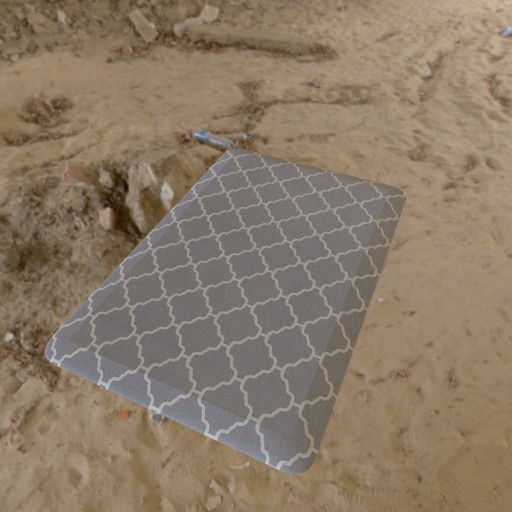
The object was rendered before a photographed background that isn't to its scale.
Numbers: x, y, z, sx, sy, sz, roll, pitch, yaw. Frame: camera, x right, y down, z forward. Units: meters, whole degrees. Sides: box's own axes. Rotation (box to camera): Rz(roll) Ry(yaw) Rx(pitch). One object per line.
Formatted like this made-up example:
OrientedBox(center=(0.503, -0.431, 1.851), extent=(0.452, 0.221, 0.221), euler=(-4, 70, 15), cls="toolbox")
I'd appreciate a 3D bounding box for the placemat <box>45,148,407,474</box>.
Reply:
OrientedBox(center=(0.000, 0.000, 0.947), extent=(0.508, 0.021, 0.762), euler=(18, 48, 17), cls="placemat")
